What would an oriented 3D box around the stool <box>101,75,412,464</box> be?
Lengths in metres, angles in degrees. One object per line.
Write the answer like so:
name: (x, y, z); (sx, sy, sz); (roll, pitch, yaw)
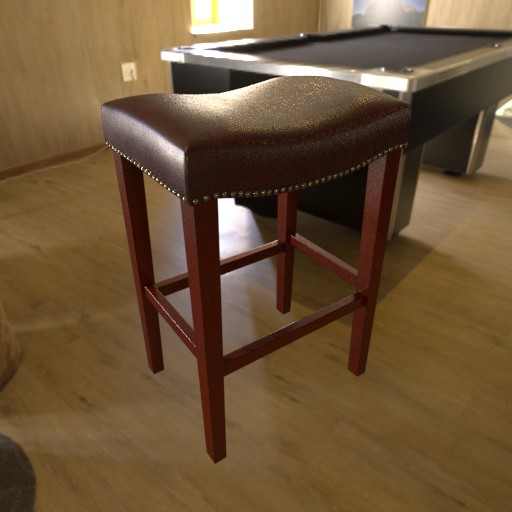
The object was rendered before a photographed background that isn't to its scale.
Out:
stool: (0.000, 0.000, 1.038); (0.504, 0.742, 0.372); (-20, 37, -29)
